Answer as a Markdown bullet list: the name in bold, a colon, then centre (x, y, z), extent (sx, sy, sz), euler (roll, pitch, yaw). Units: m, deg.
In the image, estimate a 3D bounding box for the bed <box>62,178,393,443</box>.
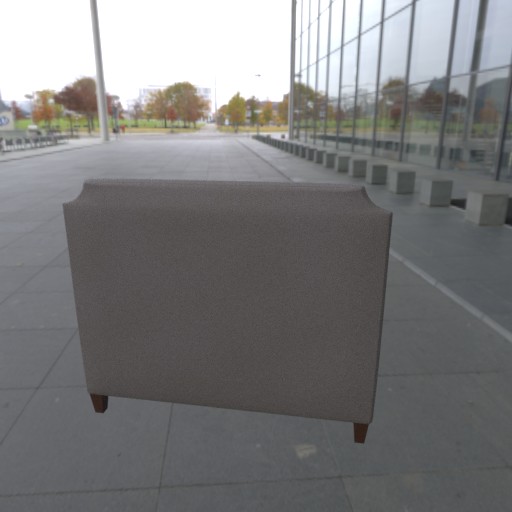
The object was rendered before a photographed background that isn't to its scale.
- **bed**: centre (0.000, 0.000, 3.473), extent (1.712, 1.443, 2.372), euler (3, 17, 10)
